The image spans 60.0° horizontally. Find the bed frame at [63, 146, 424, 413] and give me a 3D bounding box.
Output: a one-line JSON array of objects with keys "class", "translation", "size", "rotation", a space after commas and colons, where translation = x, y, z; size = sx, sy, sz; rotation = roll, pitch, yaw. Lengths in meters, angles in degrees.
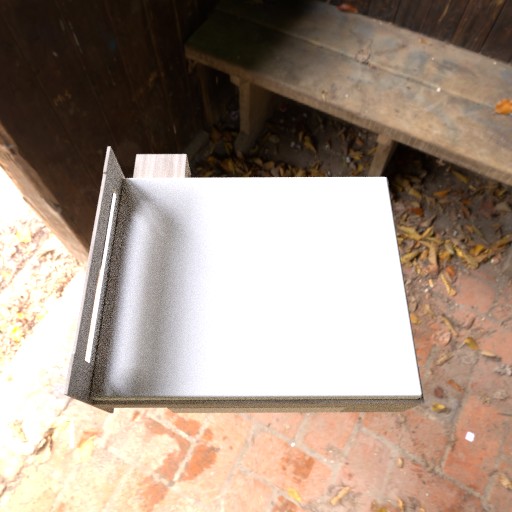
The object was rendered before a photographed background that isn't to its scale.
[{"class": "bed frame", "translation": [0.000, 0.000, 3.181], "size": [2.050, 0.860, 2.040], "rotation": [0, 64, 0]}]
